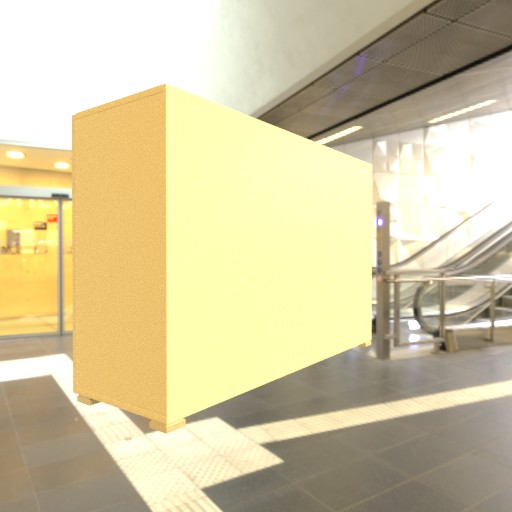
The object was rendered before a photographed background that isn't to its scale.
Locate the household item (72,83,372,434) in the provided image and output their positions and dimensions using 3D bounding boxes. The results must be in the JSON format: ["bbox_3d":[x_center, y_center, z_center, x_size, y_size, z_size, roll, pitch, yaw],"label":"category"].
[{"bbox_3d":[0.000,0.000,1.740,0.420,0.867,1.300,1,1,37],"label":"household item"}]
